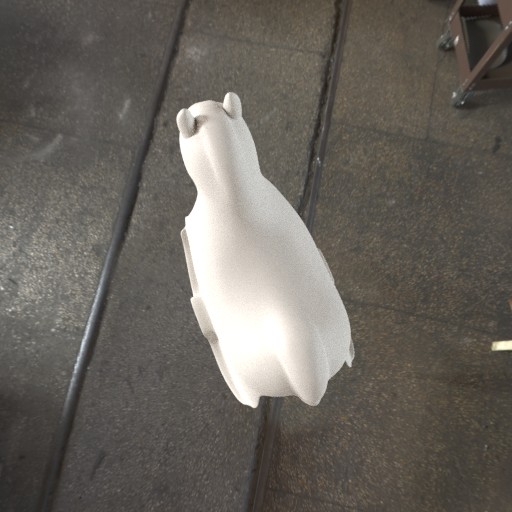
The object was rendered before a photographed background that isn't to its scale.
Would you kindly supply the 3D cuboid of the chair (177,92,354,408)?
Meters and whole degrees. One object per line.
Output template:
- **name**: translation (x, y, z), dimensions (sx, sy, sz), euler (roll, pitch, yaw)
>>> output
- **chair**: translation (0.000, 0.000, 1.141), dimensions (0.429, 0.612, 0.800), euler (-21, 77, -5)
